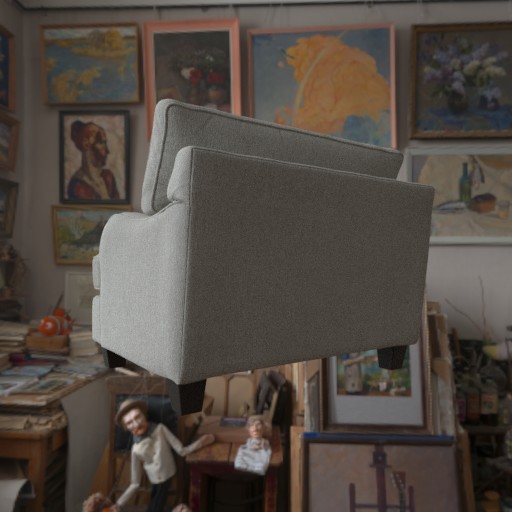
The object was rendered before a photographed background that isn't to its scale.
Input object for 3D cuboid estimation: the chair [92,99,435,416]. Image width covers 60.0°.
[{"bbox_3d":[0.000,0.000,2.005,1.220,1.016,1.041,1,-1,-35],"label":"chair"}]
